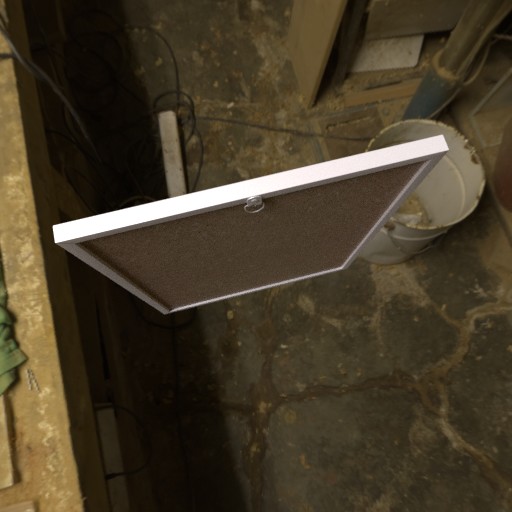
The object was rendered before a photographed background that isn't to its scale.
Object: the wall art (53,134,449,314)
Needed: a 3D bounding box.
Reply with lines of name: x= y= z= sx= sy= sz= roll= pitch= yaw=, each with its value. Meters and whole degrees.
wall art: x=0.000 y=0.000 z=1.391 sx=0.805 sy=1.056 sz=0.042 roll=-14 pitch=76 yaw=-4
